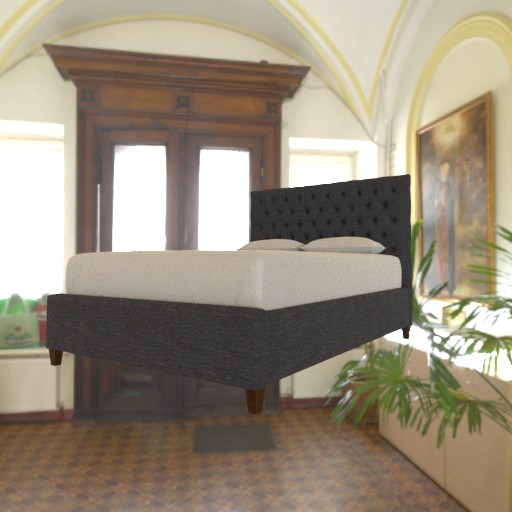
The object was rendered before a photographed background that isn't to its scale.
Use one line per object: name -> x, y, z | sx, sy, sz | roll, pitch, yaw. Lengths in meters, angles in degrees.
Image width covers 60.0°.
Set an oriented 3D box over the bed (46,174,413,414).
bed -> 0.000, 0.000, 3.371 | 1.698, 1.427, 2.387 | 0, -1, 35
